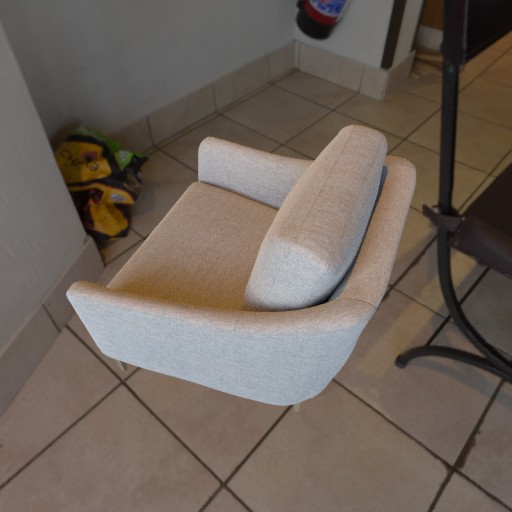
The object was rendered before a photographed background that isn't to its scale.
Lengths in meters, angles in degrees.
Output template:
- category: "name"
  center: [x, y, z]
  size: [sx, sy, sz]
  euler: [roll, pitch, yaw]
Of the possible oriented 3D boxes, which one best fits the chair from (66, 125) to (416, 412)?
- category: "chair"
  center: [0.000, 0.000, 1.693]
  size: [0.961, 0.902, 0.986]
  euler: [17, 50, 15]
